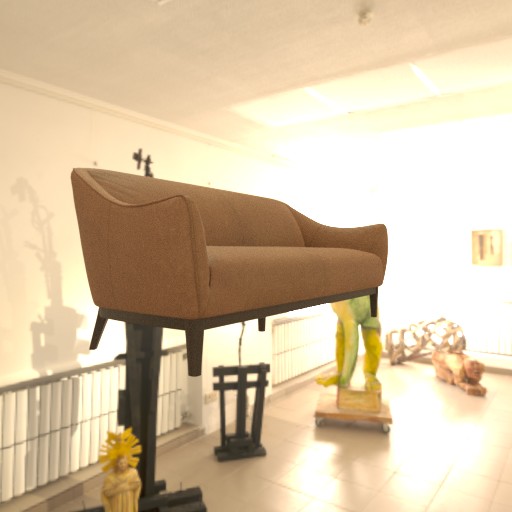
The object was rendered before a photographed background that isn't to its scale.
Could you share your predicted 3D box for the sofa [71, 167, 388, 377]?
[{"bbox_3d":[0.000,0.000,2.467,0.869,0.830,1.928,0,1,36],"label":"sofa"}]
